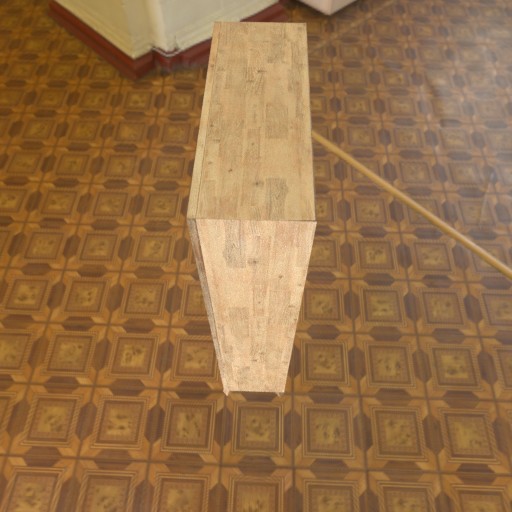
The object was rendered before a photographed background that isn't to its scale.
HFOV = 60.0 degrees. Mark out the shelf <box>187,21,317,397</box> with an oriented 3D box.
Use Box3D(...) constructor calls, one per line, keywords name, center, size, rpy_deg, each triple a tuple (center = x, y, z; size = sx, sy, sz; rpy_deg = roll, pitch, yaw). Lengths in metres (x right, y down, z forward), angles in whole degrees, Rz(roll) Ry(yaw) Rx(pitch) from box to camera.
Box3D(name="shelf", center=(0.000, 0.000, 1.765), size=(0.308, 1.471, 0.748), rpy_deg=(1, 58, 1))
